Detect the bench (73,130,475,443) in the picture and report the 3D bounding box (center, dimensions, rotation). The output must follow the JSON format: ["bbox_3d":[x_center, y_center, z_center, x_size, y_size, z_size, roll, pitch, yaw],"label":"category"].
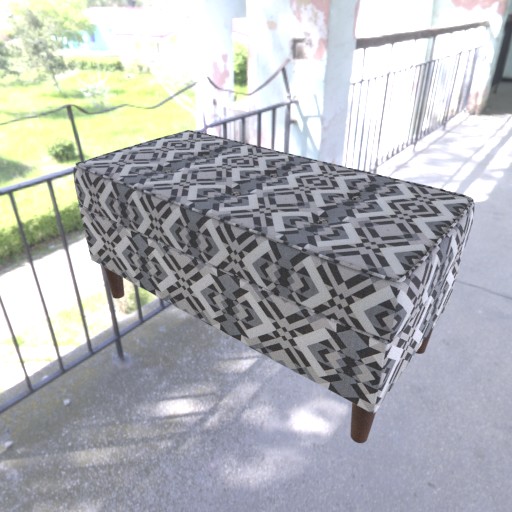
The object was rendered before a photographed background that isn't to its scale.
[{"bbox_3d":[0.000,0.000,1.292,1.016,0.477,0.492,22,37,32],"label":"bench"}]
